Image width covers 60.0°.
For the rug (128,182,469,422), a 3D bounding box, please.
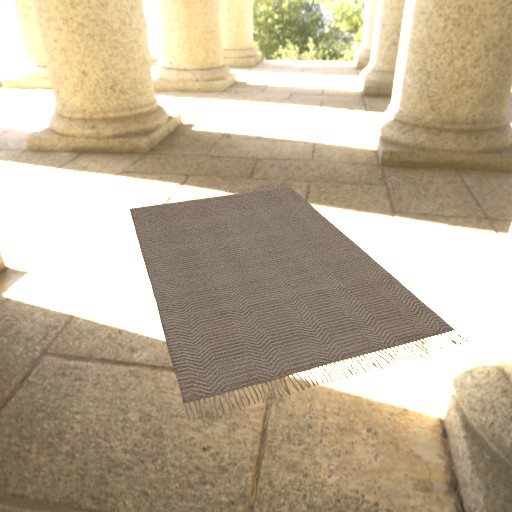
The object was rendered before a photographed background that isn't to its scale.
[{"bbox_3d":[0.000,0.000,3.157,1.528,0.034,2.523,-10,32,-17],"label":"rug"}]
